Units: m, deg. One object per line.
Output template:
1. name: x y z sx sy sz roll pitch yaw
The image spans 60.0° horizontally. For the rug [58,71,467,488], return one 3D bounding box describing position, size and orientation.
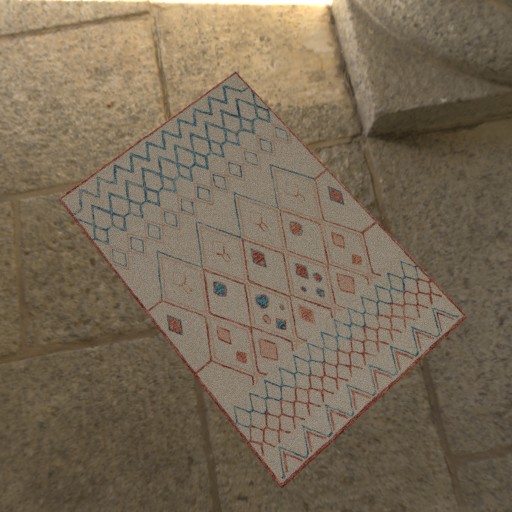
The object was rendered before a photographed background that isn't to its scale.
1. rug: 0.000 0.000 2.282 1.219 0.016 1.829 -39 79 -9
